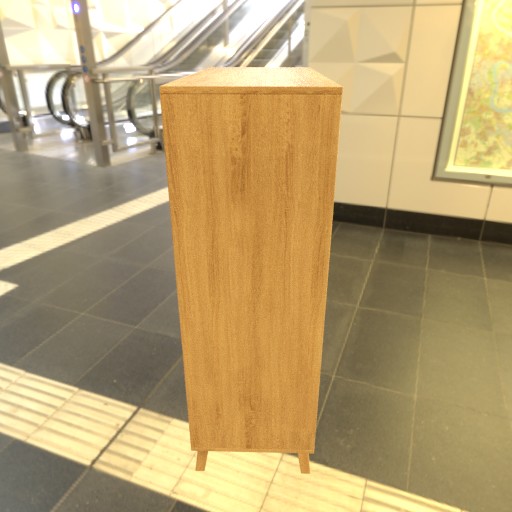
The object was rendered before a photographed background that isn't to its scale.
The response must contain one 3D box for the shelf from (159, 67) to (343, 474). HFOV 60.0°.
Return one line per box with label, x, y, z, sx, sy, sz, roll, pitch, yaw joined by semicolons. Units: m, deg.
shelf;0.000;0.000;1.827;0.450;1.390;1.000;1;26;1
